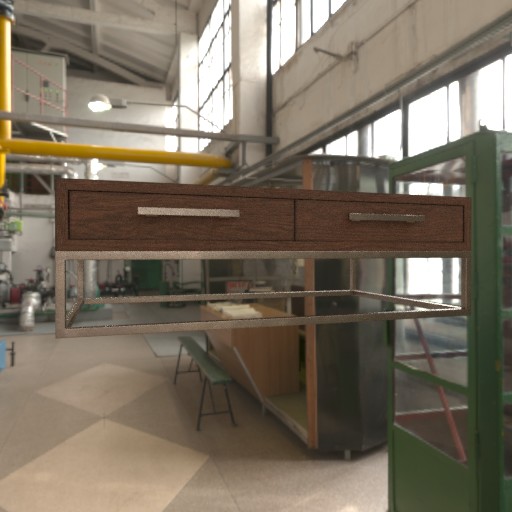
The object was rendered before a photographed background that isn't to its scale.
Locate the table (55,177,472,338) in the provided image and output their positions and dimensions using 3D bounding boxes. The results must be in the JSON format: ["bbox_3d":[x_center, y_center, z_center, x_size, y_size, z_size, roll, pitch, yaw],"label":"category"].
[{"bbox_3d":[0.000,0.000,1.494,1.167,0.361,0.719,0,1,-18],"label":"table"}]
